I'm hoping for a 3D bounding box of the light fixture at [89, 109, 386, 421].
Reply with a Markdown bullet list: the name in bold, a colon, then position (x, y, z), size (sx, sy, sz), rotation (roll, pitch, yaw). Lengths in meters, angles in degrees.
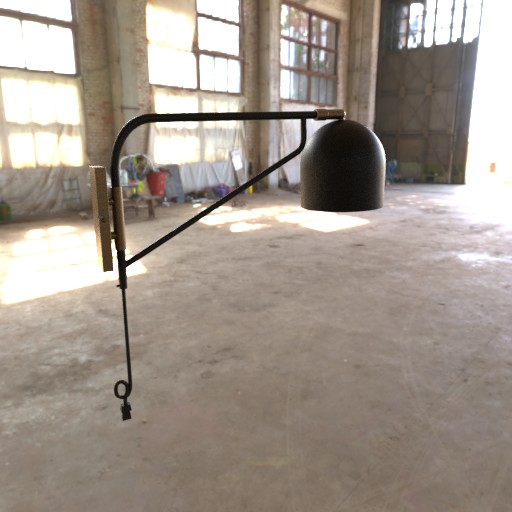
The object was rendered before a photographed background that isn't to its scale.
- **light fixture**: position (0.000, 0.000, 1.075), size (0.720, 0.696, 0.215), rotation (-7, 15, -27)
